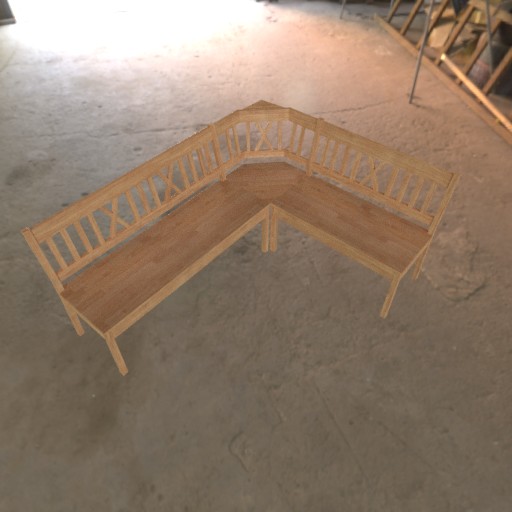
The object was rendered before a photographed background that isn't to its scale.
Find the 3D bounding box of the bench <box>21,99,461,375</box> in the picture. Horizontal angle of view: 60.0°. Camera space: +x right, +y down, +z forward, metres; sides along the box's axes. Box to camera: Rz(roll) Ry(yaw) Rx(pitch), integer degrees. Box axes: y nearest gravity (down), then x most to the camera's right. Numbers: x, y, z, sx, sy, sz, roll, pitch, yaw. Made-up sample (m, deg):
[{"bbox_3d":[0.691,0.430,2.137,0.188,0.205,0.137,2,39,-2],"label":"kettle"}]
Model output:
[{"bbox_3d":[0.000,0.000,2.773,1.537,0.902,1.937,32,54,26],"label":"bench"}]
